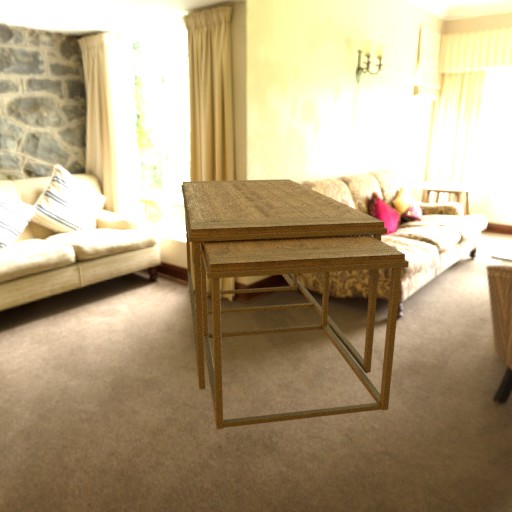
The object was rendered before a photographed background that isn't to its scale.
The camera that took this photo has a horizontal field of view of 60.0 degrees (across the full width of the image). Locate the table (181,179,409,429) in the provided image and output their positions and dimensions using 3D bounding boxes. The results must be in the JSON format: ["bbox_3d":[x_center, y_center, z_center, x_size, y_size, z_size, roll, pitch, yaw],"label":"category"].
[{"bbox_3d":[0.000,0.000,1.579,0.489,0.427,1.312,-3,16,-10],"label":"table"}]
